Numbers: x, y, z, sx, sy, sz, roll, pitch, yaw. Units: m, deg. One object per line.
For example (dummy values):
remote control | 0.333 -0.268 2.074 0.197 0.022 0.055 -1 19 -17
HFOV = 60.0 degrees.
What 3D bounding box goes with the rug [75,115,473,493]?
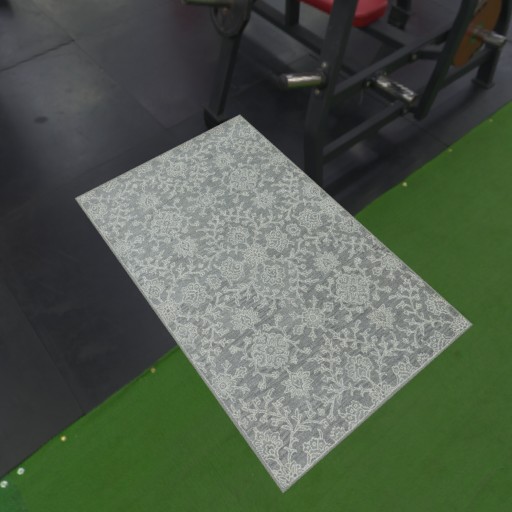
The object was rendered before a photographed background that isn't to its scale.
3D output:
rug | 0.000 0.000 3.011 1.515 0.010 2.430 -33 63 -19
